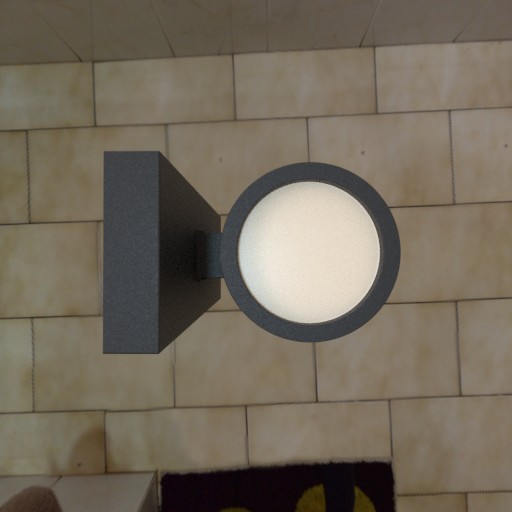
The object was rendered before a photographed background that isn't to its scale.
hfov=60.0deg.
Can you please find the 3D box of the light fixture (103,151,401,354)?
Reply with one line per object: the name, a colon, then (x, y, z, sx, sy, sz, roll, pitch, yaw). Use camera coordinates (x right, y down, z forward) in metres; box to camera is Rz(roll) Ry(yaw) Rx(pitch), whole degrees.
light fixture: (0.000, 0.000, 0.387, 0.149, 0.330, 0.105, 0, 89, 1)
